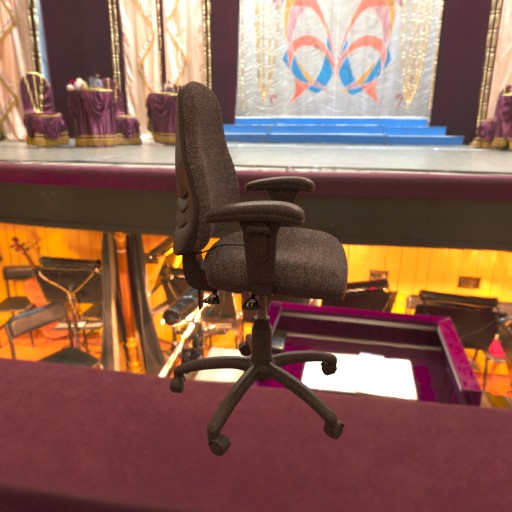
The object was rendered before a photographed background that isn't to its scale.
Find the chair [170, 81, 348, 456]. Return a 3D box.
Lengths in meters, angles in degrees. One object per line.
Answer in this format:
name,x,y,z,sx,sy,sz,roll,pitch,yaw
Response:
chair,0.000,0.000,1.234,0.530,0.910,0.550,3,17,9
